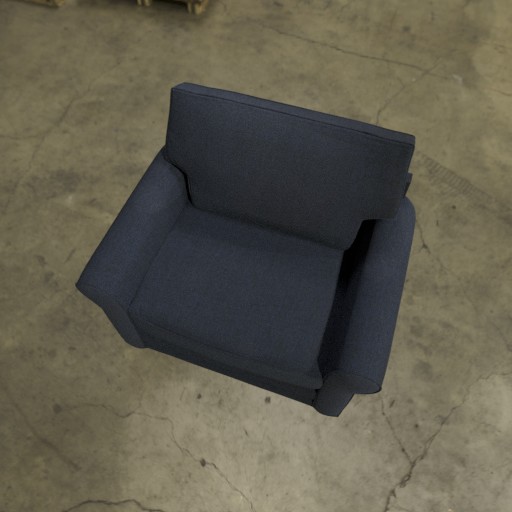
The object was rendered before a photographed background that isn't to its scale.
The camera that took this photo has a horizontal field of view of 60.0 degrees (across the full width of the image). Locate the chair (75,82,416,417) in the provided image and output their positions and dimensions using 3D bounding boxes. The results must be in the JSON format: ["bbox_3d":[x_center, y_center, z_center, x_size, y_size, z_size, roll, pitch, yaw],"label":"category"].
[{"bbox_3d":[0.000,0.000,2.008,1.285,1.044,0.963,17,60,10],"label":"chair"}]
